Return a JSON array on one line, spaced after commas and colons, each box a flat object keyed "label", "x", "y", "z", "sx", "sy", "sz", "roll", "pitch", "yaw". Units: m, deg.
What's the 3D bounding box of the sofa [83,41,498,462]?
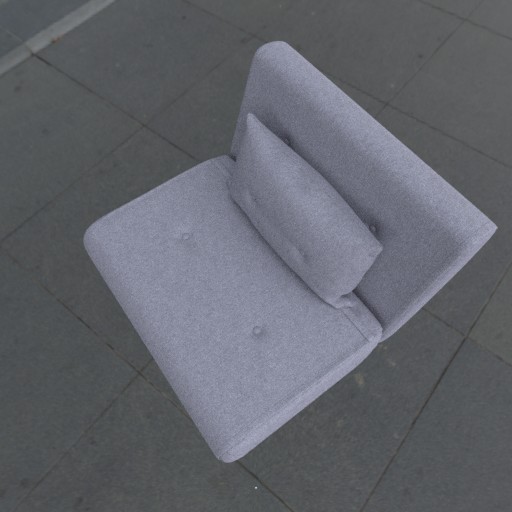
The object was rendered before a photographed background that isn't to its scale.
[{"label": "sofa", "x": 0.000, "y": 0.000, "z": 1.635, "sx": 1.000, "sy": 0.825, "sz": 1.020, "roll": -33, "pitch": 67, "yaw": -16}]
